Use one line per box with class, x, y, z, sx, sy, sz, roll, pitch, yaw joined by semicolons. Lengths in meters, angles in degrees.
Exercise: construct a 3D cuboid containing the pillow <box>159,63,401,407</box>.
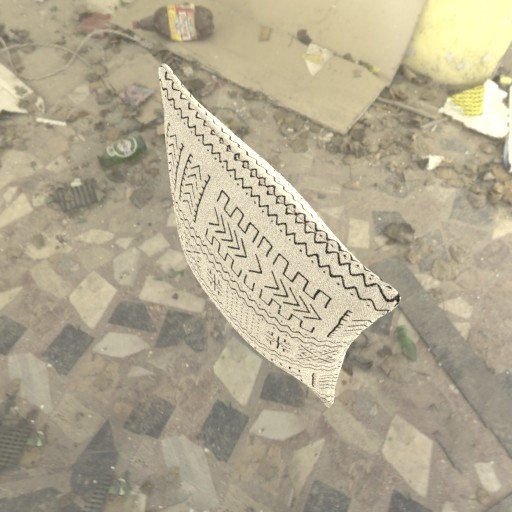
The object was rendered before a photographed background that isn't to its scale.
pillow;0.000;0.000;0.674;0.164;0.430;0.438;-33;64;-18
